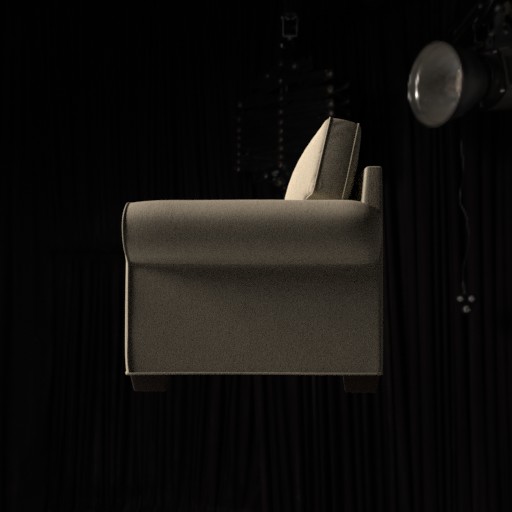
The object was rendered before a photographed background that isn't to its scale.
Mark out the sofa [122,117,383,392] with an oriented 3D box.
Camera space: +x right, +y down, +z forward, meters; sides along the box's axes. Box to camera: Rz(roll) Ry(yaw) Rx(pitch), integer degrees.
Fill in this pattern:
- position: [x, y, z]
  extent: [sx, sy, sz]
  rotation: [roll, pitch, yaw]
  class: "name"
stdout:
- position: [0.000, 0.000, 2.264]
  extent: [0.861, 0.933, 1.774]
  rotation: [0, -1, 1]
  class: "sofa"
